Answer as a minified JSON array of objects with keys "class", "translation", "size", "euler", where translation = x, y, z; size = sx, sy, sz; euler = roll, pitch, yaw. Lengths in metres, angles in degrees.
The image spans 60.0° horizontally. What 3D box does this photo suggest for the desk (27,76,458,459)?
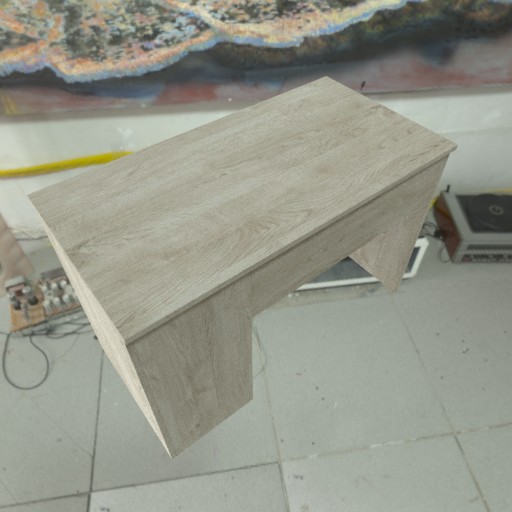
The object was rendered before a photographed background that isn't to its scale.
[{"class":"desk","translation":[0.000,0.000,1.513],"size":[1.096,0.730,0.560],"euler":[-30,54,-25]}]
